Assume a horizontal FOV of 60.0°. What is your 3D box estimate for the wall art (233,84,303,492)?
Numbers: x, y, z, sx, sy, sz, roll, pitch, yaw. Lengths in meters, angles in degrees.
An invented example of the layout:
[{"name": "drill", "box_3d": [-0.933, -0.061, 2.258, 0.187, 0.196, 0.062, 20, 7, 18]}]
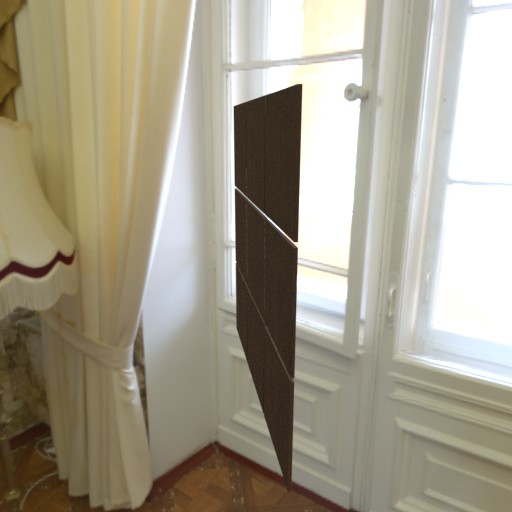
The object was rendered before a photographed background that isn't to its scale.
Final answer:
[{"name": "wall art", "box_3d": [0.000, 0.000, 2.279, 0.014, 1.525, 1.527, -3, 16, -10]}]
